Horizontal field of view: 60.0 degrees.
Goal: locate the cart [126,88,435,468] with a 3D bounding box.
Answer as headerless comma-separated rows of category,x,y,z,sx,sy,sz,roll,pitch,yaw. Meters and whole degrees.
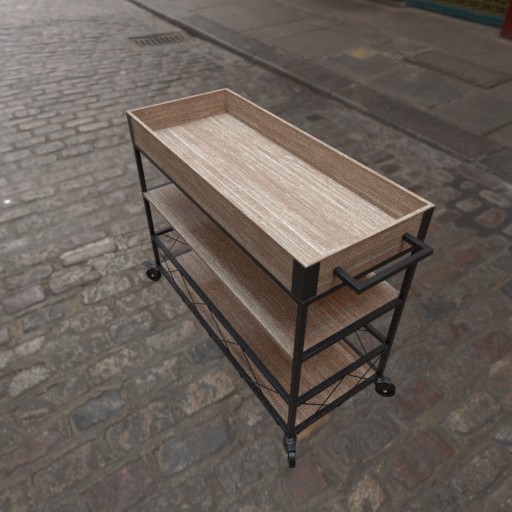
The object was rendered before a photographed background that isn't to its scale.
cart,0.000,0.000,1.527,0.500,0.787,1.101,-24,45,-25
